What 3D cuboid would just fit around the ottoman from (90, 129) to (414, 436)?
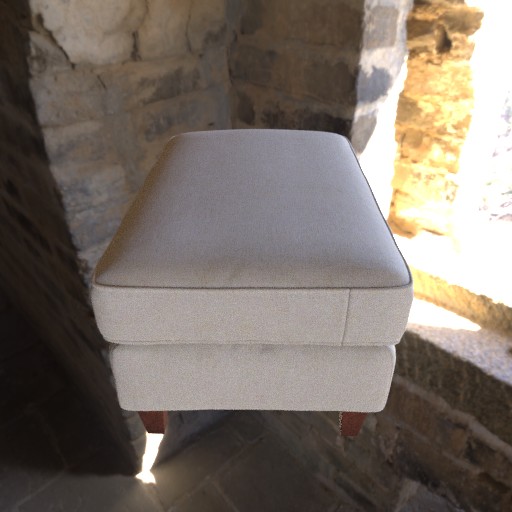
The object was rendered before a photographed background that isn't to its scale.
[{"bbox_3d":[0.000,0.000,1.207,0.583,0.484,0.862,1,33,1],"label":"ottoman"}]
